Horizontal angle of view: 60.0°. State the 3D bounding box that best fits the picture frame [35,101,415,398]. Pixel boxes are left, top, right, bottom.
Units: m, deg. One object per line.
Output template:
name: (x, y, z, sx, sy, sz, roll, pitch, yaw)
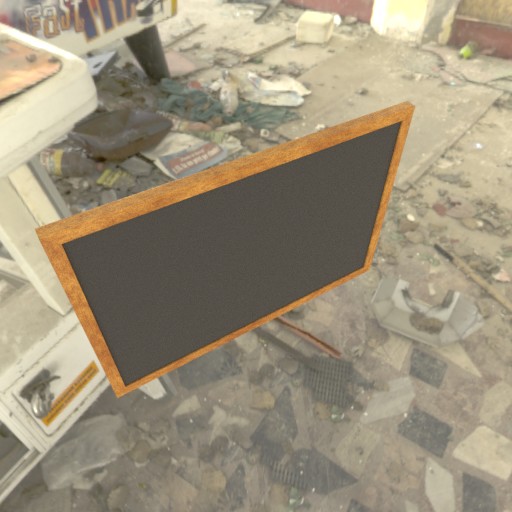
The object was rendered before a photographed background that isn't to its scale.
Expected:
picture frame: (0.000, 0.000, 1.185, 0.922, 0.621, 0.029, -24, 51, -21)
